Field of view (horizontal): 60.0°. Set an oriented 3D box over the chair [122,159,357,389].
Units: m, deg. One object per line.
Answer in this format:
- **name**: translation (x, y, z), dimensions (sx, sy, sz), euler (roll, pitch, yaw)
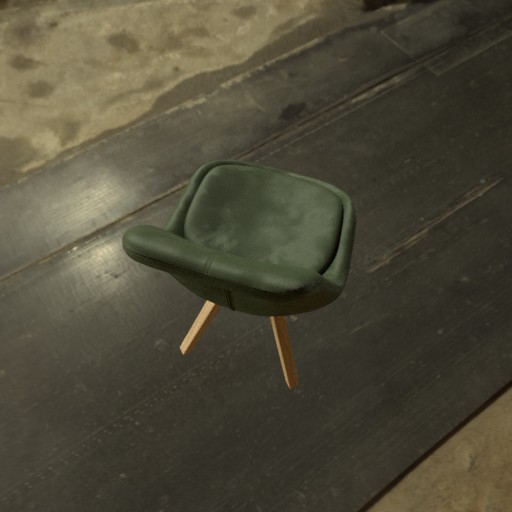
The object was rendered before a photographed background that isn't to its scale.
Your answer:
- **chair**: translation (0.000, 0.000, 1.188), dimensions (0.483, 0.865, 0.547), euler (16, 64, 8)
